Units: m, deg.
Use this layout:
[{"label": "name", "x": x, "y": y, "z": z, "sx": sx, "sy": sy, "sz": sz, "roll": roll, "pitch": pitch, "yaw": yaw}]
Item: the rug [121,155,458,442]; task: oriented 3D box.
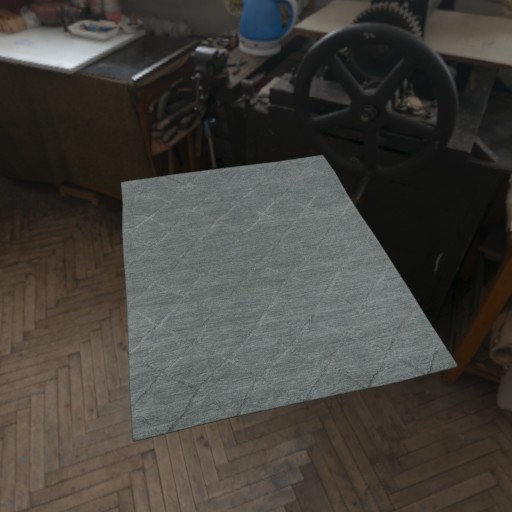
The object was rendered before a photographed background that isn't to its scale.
[{"label": "rug", "x": 0.000, "y": 0.000, "z": 4.190, "sx": 2.438, "sy": 0.013, "sz": 3.048, "roll": -10, "pitch": 46, "yaw": -10}]
